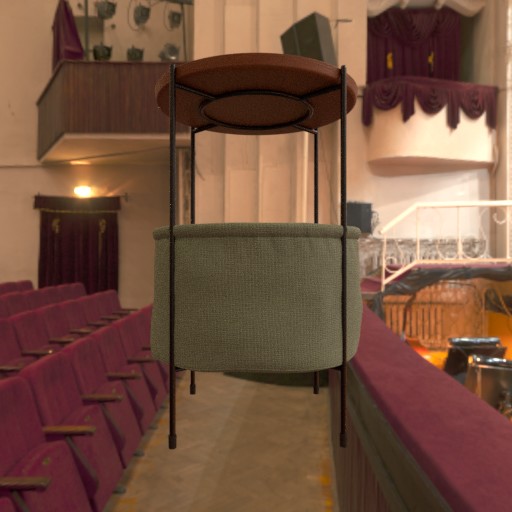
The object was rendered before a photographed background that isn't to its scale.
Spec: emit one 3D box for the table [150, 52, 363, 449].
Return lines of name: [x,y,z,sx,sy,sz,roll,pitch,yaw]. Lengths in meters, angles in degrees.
table: [0.000,0.000,0.863,0.400,0.623,0.400,0,0,-1]
